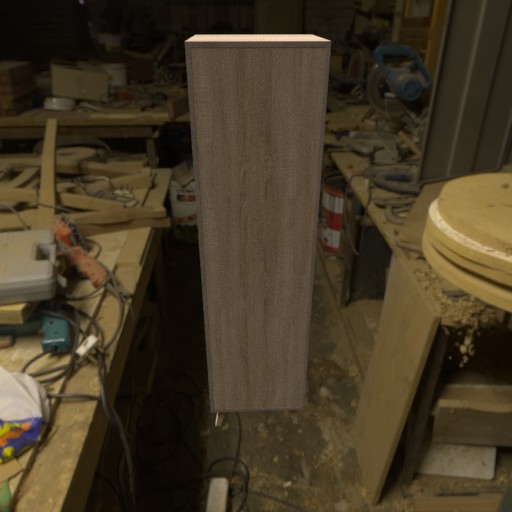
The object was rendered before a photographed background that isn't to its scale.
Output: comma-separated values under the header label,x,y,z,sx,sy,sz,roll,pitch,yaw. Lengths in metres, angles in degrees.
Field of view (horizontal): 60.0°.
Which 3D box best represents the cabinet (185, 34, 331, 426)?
label,x,y,z,sx,sy,sz,roll,pitch,yaw
cabinet,0.000,0.000,2.215,0.510,1.960,0.450,-1,29,-2
